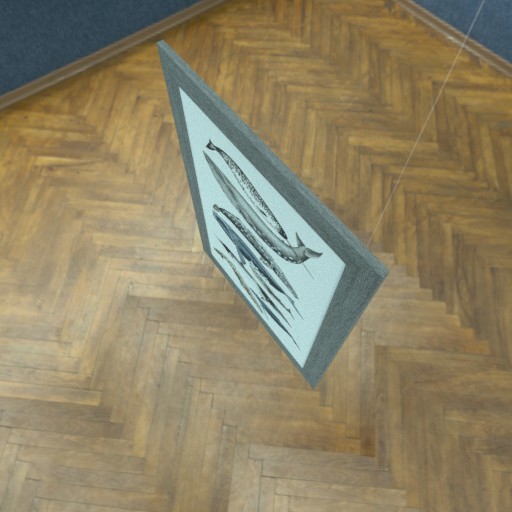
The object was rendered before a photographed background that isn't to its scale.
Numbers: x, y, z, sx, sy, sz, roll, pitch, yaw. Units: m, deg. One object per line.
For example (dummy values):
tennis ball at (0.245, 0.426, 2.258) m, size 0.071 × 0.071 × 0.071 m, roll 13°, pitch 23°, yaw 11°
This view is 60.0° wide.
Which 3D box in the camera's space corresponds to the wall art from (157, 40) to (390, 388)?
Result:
wall art at (0.000, 0.000, 1.403) m, size 0.020 × 1.070 × 0.768 m, roll -34°, pitch 68°, yaw -16°
